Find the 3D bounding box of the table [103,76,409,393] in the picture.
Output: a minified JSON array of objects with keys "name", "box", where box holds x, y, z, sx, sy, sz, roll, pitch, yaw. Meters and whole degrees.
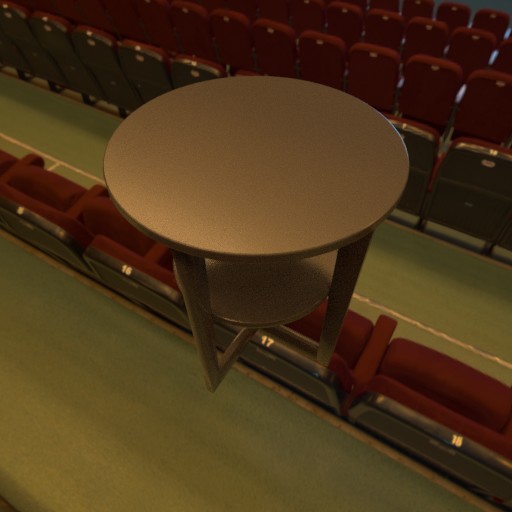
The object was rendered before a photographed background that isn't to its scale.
[{"name":"table","box":[0.000,0.000,0.943,0.500,0.550,0.500,0,48,0]}]
